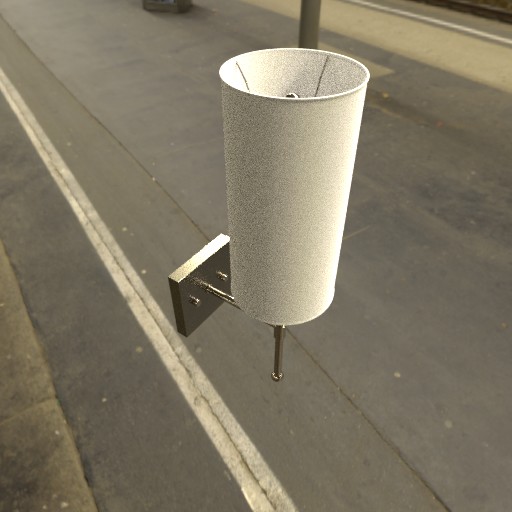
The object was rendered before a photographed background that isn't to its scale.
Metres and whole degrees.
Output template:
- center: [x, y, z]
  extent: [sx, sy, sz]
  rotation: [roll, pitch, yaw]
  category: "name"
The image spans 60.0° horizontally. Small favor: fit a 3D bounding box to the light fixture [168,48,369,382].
- center: [0.000, 0.000, 0.550]
  extent: [0.208, 0.462, 0.128]
  rotation: [25, 47, 26]
  category: "light fixture"
